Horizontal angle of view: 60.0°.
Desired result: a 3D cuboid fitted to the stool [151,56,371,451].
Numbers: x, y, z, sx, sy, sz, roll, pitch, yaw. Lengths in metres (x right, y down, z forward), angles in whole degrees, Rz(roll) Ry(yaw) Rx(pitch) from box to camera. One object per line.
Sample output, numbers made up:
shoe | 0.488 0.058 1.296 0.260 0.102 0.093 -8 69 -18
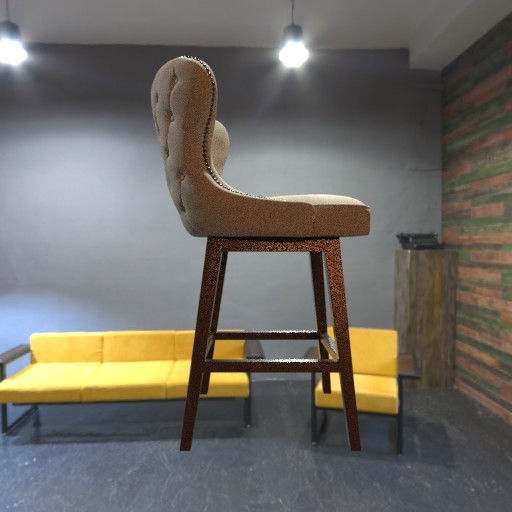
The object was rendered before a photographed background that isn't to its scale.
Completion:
stool | 0.000 0.000 1.328 0.597 0.972 0.615 0 2 0
